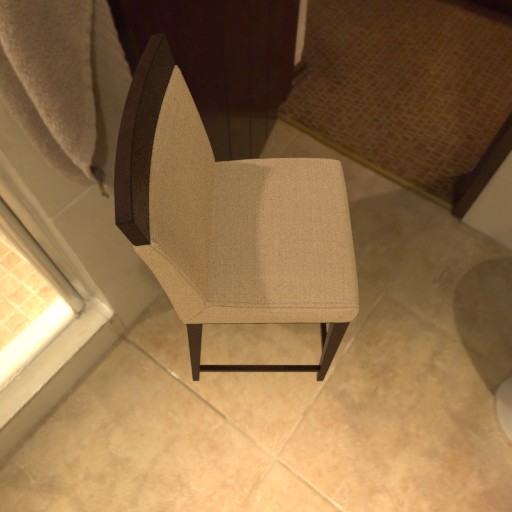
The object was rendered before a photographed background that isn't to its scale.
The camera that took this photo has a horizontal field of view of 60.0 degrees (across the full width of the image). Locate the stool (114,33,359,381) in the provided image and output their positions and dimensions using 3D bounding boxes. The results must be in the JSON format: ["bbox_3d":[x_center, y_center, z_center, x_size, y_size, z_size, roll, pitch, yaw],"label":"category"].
[{"bbox_3d":[0.000,0.000,1.345,0.531,1.117,0.511,0,60,0],"label":"stool"}]
